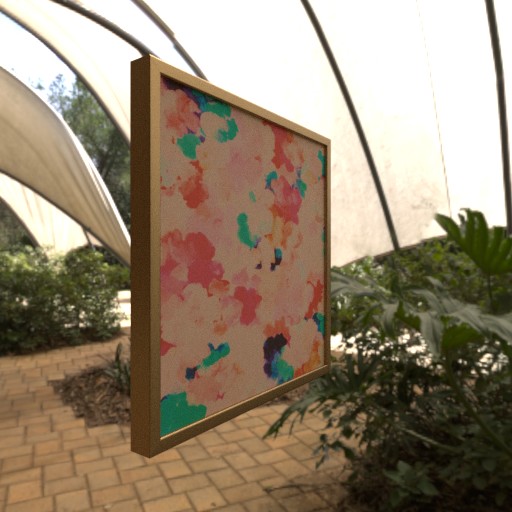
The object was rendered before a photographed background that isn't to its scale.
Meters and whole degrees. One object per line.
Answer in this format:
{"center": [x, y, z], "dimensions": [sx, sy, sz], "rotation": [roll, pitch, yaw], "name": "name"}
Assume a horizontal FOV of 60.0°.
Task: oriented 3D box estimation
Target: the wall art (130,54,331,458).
{"center": [0.000, 0.000, 0.775], "dimensions": [0.037, 0.509, 0.510], "rotation": [0, 0, 36], "name": "wall art"}
